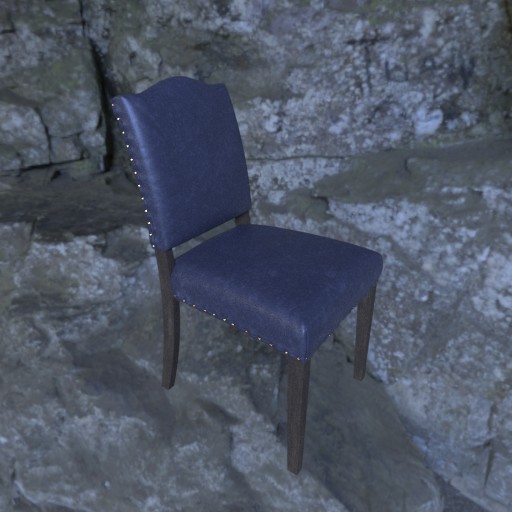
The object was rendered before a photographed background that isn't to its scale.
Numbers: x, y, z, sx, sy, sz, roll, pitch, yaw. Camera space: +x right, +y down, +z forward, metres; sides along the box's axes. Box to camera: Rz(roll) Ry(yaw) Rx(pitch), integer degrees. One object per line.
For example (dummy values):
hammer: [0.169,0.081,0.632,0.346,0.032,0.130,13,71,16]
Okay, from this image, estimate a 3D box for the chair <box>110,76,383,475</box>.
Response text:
chair: [0.000,0.000,1.343,0.633,0.991,0.500,17,31,31]
